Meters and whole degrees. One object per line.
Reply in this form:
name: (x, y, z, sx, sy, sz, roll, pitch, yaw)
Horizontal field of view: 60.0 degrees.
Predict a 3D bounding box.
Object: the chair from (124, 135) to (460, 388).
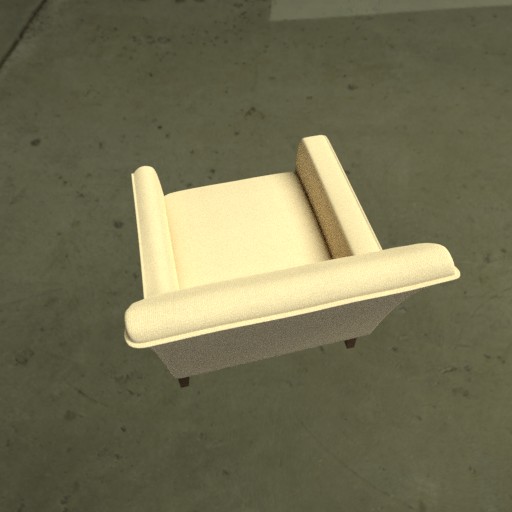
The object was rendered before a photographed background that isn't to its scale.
chair: (0.000, 0.000, 1.569, 0.780, 0.919, 0.899, -11, 57, -8)
